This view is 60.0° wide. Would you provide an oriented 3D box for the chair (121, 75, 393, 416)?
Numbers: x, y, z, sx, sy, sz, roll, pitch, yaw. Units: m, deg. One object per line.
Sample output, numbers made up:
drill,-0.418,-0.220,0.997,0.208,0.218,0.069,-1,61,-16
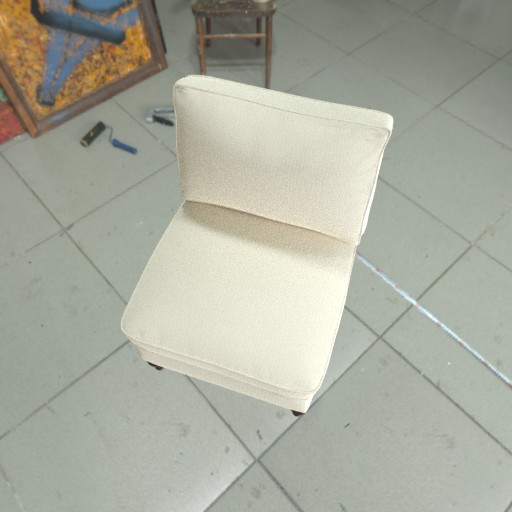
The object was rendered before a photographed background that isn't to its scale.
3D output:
chair,0.000,0.000,1.440,0.630,0.887,0.781,16,59,10
